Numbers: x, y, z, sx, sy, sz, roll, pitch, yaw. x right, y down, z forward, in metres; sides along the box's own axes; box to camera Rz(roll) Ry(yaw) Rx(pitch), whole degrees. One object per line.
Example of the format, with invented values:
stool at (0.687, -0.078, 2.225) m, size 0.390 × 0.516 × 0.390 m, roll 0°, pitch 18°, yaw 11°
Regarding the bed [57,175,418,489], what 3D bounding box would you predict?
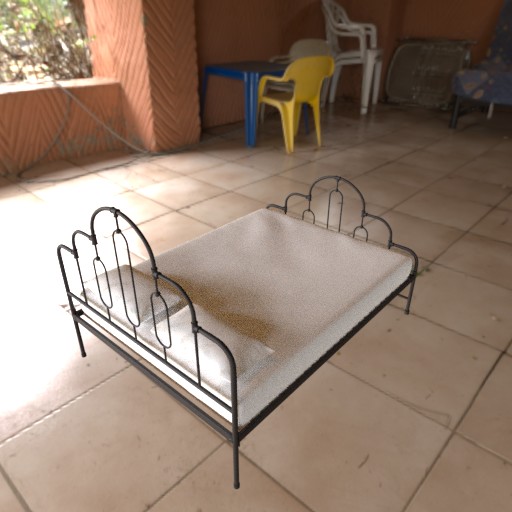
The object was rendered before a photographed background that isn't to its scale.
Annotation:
bed at (0.000, 0.000, 3.247) m, size 1.640 × 1.429 × 2.163 m, roll 23°, pitch 36°, yaw 35°
